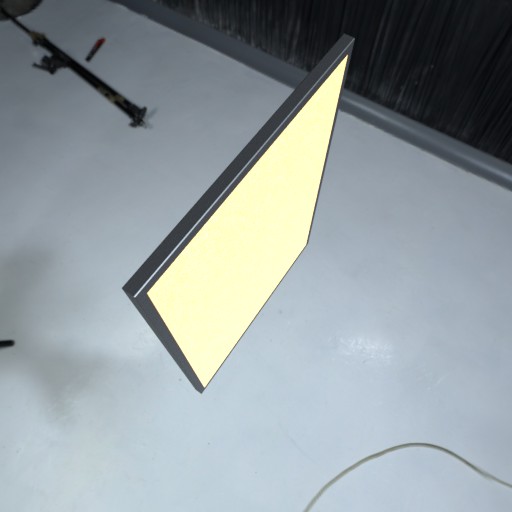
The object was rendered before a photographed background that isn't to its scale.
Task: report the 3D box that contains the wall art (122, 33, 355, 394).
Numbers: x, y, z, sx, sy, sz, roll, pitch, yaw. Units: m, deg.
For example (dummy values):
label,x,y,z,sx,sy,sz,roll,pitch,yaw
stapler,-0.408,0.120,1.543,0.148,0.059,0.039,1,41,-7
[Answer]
label,x,y,z,sx,sy,sz,roll,pitch,yaw
wall art,0.000,0.000,1.354,0.030,1.027,0.774,31,68,14
